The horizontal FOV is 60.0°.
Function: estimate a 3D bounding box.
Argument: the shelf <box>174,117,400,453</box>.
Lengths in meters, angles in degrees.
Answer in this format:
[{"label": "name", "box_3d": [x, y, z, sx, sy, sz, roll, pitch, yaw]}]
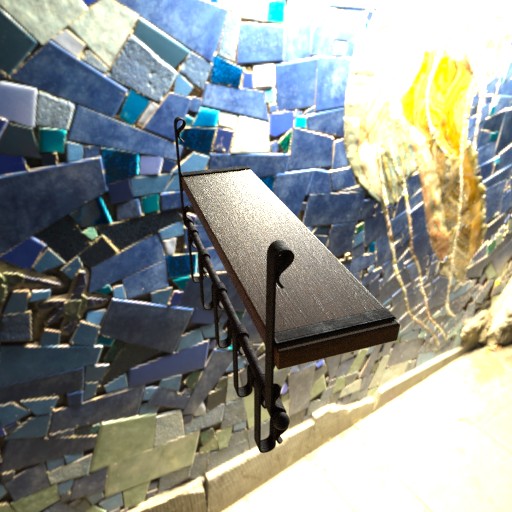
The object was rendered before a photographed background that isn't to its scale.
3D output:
[{"label": "shelf", "box_3d": [0.000, 0.000, 0.709, 0.146, 0.330, 0.567, -10, 32, -16]}]
